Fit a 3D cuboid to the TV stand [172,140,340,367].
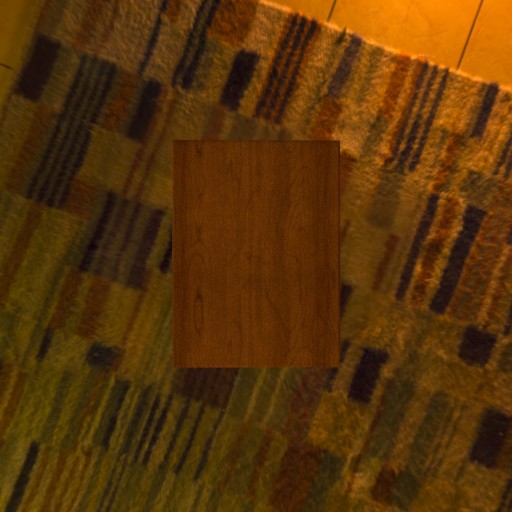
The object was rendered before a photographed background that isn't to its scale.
[{"bbox_3d":[0.000,0.000,2.011,0.435,1.828,0.565,0,90,-1],"label":"TV stand"}]
